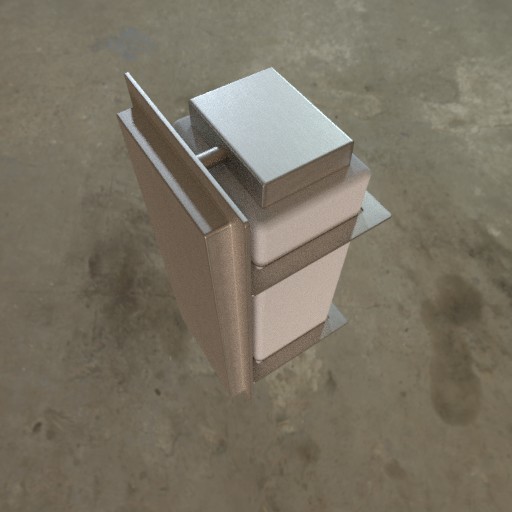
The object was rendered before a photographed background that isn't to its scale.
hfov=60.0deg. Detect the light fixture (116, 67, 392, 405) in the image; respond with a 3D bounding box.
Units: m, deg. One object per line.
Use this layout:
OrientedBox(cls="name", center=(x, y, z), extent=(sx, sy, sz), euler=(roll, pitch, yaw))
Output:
OrientedBox(cls="light fixture", center=(0.000, 0.000, 0.464), extent=(0.160, 0.380, 0.168), euler=(-29, 61, -17))
